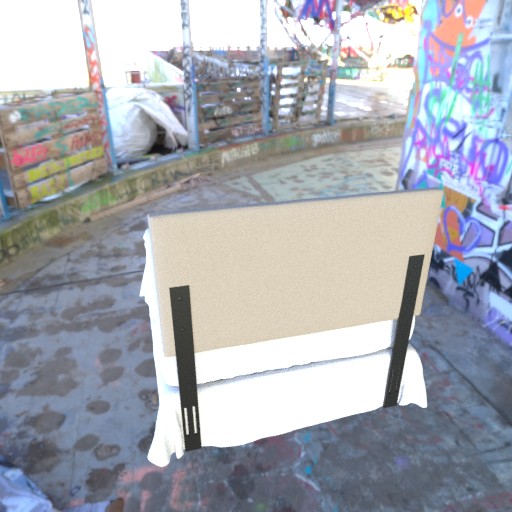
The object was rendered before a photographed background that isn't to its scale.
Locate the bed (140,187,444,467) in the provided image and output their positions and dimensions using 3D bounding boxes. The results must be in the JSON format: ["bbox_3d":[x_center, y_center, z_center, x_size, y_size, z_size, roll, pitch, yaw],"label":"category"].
[{"bbox_3d":[0.000,0.000,3.501,1.936,1.577,2.222,-7,27,-14],"label":"bed"}]
